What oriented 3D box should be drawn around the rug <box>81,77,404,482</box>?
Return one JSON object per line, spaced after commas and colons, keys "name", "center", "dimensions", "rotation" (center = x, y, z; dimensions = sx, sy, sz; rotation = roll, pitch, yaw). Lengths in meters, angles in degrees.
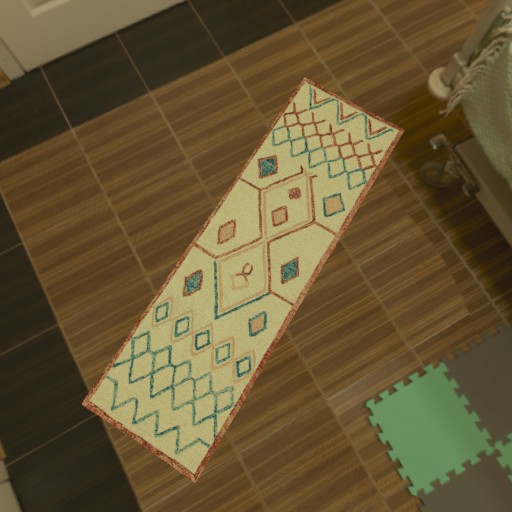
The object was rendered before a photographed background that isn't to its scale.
{"name": "rug", "center": [0.000, 0.000, 2.641], "dimensions": [0.750, 0.011, 2.435], "rotation": [31, 77, 8]}
